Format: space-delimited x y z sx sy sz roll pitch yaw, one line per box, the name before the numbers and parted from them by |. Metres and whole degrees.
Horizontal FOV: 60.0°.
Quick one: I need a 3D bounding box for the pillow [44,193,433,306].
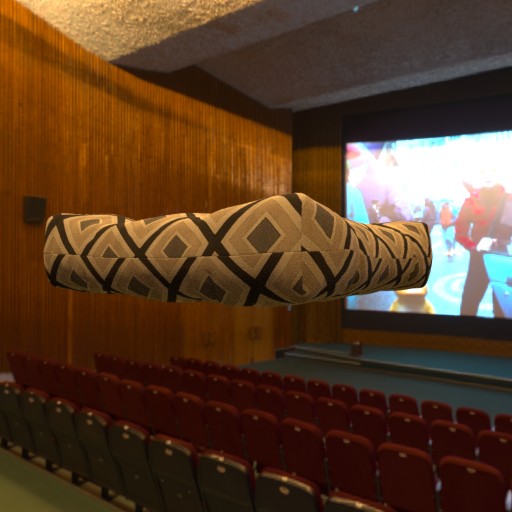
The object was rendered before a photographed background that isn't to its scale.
pillow | 0.000 0.000 0.734 0.468 0.128 0.490 0 -1 34
